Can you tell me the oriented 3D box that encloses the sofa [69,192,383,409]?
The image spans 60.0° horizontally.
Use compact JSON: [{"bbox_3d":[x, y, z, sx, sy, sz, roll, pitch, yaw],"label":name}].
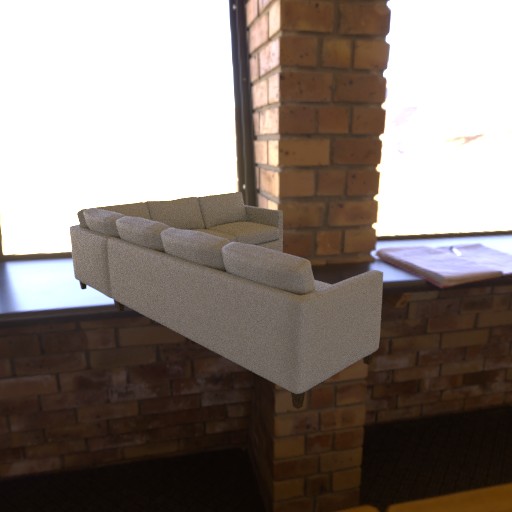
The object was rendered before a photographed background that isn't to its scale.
[{"bbox_3d":[0.000,0.000,4.551,2.522,0.934,3.333,-14,20,-43],"label":"sofa"}]
